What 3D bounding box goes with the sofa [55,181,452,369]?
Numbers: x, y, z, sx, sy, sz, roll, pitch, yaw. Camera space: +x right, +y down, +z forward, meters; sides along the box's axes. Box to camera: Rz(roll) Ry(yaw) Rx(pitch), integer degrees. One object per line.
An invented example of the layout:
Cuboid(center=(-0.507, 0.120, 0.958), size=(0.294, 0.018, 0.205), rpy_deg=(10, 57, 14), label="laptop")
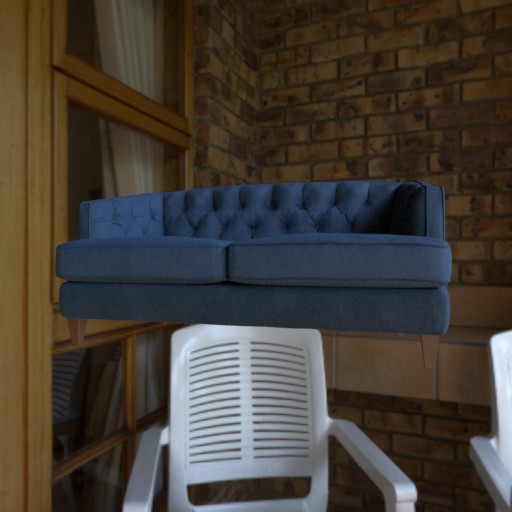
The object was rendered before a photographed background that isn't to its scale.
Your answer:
Cuboid(center=(0.000, 0.000, 2.246), size=(1.733, 0.854, 0.941), rpy_deg=(0, 0, 16), label="sofa")
